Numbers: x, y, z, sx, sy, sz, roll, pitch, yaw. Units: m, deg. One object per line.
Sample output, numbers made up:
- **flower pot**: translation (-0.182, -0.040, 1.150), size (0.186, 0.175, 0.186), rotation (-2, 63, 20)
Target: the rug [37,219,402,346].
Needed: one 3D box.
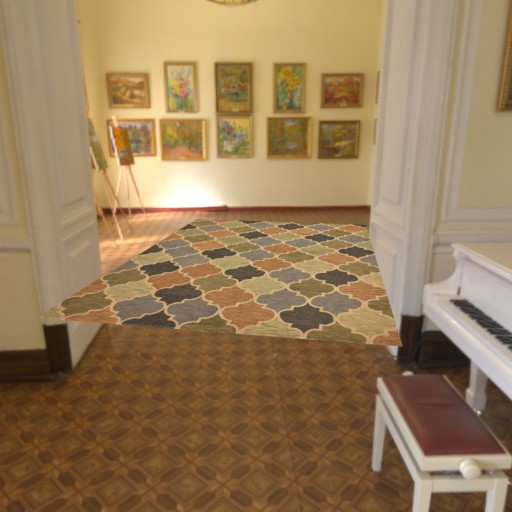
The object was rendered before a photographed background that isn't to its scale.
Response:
- **rug**: translation (0.000, 0.000, 2.874), size (1.521, 0.006, 2.284), rotation (3, 16, 10)
